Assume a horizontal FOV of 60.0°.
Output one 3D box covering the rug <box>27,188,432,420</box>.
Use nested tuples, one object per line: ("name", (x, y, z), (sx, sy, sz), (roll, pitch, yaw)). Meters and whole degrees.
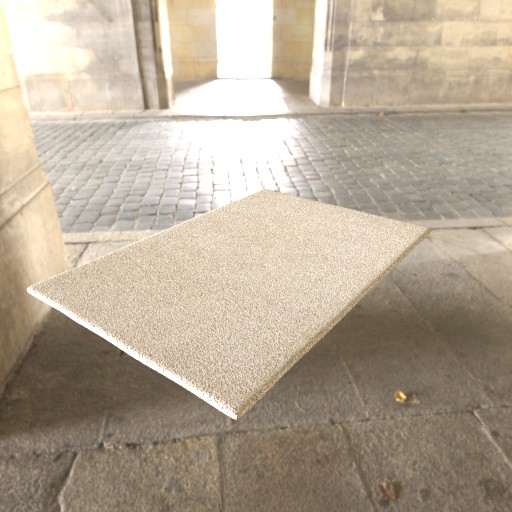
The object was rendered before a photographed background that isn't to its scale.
("rug", (0.000, 0.000, 2.273), (1.219, 0.030, 1.778), (19, 32, 33))
